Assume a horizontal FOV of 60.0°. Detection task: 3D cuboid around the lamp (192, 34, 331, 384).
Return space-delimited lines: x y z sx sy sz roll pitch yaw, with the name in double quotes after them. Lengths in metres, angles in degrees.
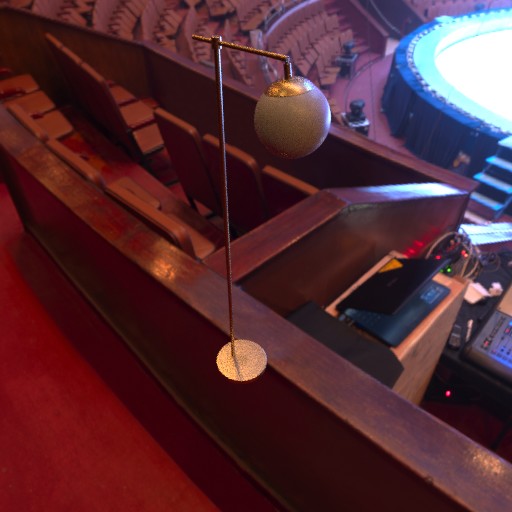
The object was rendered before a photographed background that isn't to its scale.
0.000 0.000 1.693 0.476 1.505 0.249 27 47 28 "lamp"
